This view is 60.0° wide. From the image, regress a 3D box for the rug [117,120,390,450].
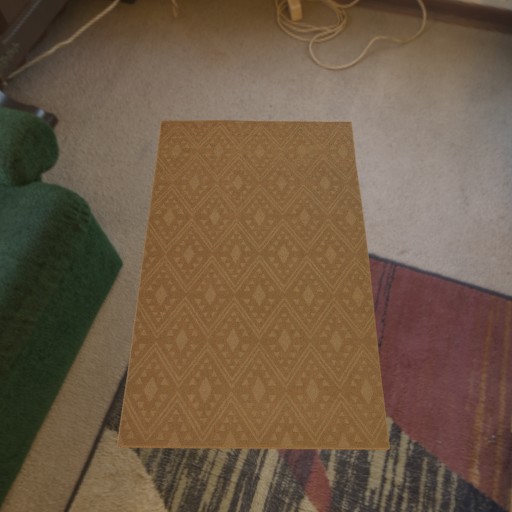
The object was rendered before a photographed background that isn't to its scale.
[{"bbox_3d":[0.000,0.000,3.045,1.553,0.053,2.430,0,64,0],"label":"rug"}]
